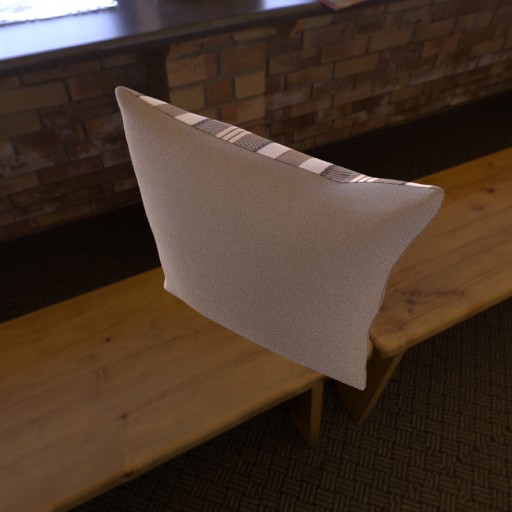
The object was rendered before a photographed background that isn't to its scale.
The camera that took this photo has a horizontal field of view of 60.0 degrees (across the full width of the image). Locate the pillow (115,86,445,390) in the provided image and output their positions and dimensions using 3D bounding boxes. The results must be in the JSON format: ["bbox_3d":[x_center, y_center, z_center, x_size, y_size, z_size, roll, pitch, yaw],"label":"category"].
[{"bbox_3d":[0.000,0.000,0.631,0.416,0.401,0.173,24,51,21],"label":"pillow"}]
